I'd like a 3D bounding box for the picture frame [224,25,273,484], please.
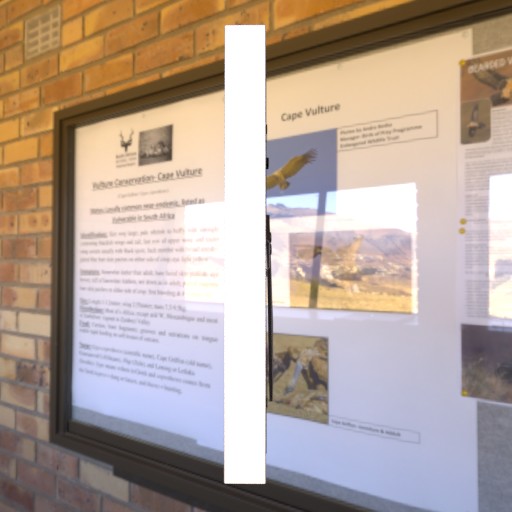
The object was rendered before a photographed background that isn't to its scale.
[{"bbox_3d":[0.000,0.000,0.388,0.036,0.282,0.233,0,-1,1],"label":"picture frame"}]
